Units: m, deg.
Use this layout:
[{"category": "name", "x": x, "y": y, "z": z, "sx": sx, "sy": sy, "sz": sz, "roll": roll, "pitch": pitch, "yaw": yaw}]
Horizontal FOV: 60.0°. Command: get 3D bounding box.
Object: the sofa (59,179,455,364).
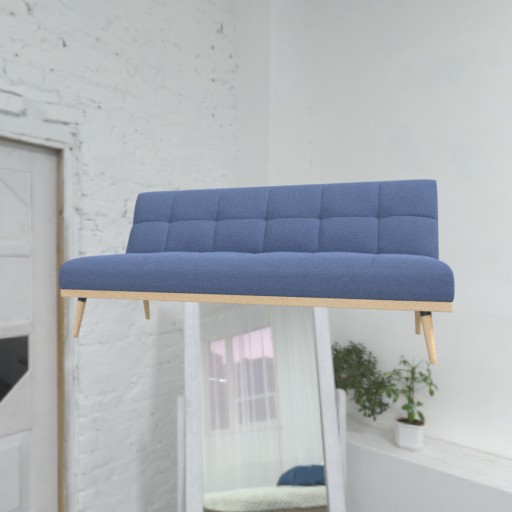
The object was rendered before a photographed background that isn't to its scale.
[{"category": "sofa", "x": 0.000, "y": 0.000, "z": 2.270, "sx": 1.800, "sy": 0.800, "sz": 0.796, "roll": 0, "pitch": 1, "yaw": 18}]
